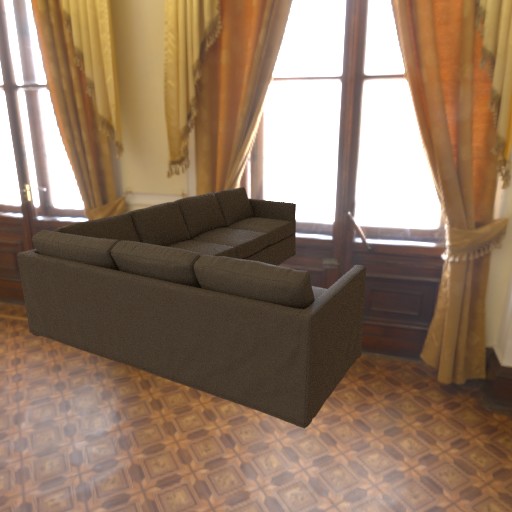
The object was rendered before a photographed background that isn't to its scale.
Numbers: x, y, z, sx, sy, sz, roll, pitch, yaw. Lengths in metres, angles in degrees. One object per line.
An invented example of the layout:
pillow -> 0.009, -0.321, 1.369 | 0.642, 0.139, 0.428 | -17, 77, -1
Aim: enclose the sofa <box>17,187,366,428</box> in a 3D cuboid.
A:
sofa -> 0.000, 0.000, 4.195 | 2.432, 0.871, 3.182 | 9, 19, 28
